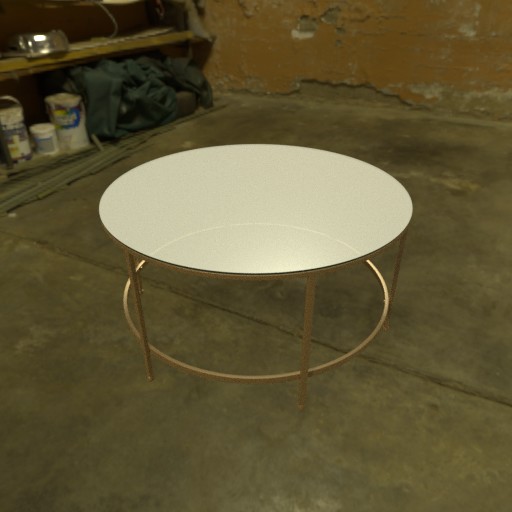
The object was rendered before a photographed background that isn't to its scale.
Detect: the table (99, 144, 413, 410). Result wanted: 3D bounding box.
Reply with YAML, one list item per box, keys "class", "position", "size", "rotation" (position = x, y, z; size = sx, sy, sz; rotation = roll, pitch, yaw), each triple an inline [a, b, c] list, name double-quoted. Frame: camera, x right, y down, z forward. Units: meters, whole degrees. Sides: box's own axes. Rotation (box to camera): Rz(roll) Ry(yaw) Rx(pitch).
- class: "table"
  position: [0.000, 0.000, 1.472]
  size: [0.914, 0.470, 0.914]
  rotation: [0, 32, 0]
